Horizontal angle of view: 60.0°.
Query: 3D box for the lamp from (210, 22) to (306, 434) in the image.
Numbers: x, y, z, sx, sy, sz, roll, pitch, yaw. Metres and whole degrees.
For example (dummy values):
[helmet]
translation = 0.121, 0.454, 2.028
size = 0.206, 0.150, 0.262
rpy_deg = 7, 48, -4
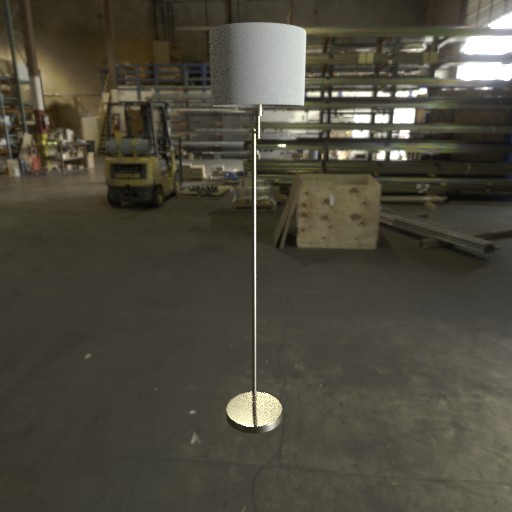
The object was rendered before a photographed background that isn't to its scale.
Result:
[lamp]
translation = 0.000, 0.000, 1.768
size = 0.324, 1.600, 0.416
rpy_deg = -2, 17, -7
